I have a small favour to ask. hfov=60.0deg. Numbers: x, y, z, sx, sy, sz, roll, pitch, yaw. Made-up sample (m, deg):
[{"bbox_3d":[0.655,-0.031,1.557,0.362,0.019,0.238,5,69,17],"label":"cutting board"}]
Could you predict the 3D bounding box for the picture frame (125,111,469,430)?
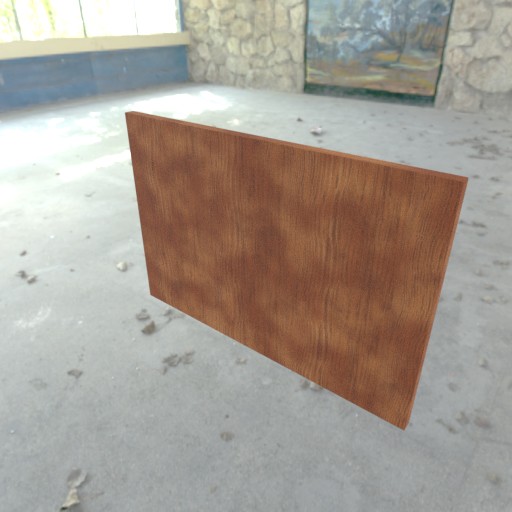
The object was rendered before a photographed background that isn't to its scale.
[{"bbox_3d":[0.000,0.000,1.199,0.950,0.640,0.029,21,36,33],"label":"picture frame"}]
